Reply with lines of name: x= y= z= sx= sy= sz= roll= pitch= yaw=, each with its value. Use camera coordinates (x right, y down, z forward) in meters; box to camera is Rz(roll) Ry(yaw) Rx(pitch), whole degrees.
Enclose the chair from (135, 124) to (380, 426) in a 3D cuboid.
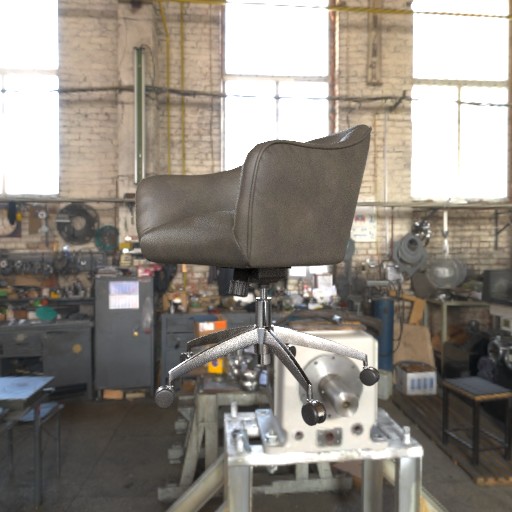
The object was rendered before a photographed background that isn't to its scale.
chair: x=0.000 y=0.000 z=1.399 sx=0.689 sy=0.827 sz=0.713 roll=-1 pitch=1 yaw=-38
